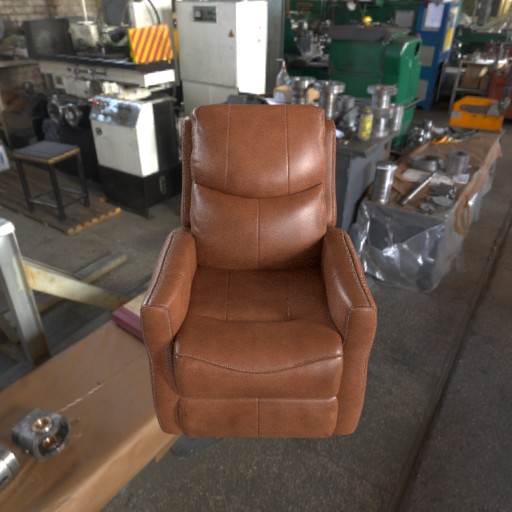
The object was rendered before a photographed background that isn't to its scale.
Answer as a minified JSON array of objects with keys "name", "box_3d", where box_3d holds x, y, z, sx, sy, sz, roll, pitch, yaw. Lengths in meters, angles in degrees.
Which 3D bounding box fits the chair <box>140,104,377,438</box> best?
[{"name":"chair","box_3d":[0.000,0.000,1.777,0.821,1.016,1.072,0,31,0]}]
